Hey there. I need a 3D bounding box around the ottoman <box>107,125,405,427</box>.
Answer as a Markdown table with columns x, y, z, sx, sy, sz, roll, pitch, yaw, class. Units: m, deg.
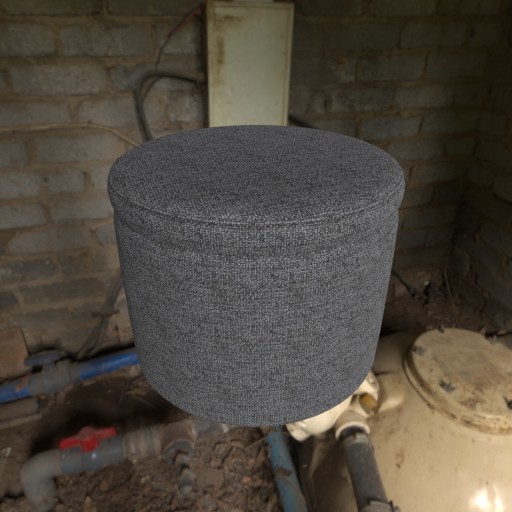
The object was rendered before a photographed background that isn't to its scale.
| x | y | z | sx | sy | sz | roll | pitch | yaw | class |
| --- | --- | --- | --- | --- | --- | --- | --- | --- | --- |
| 0.000 | 0.000 | 0.890 | 0.520 | 0.430 | 0.520 | 0 | 30 | 0 | ottoman |
